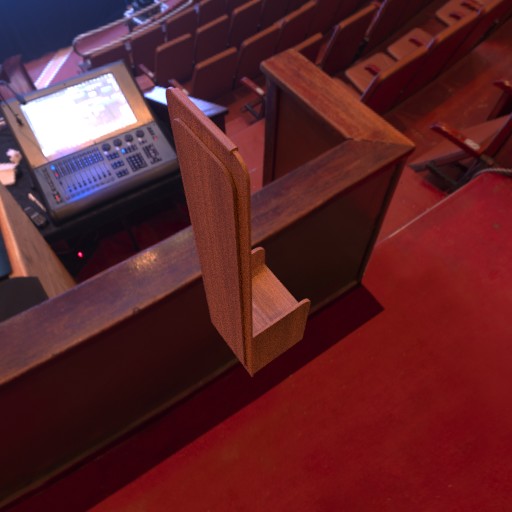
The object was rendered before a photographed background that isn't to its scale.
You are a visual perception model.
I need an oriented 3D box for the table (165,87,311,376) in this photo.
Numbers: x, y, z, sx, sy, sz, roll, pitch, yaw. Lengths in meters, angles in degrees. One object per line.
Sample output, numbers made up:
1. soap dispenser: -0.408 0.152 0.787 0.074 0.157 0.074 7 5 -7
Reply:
1. table: 0.000 0.000 2.100 0.420 1.830 0.450 -32 63 -18
